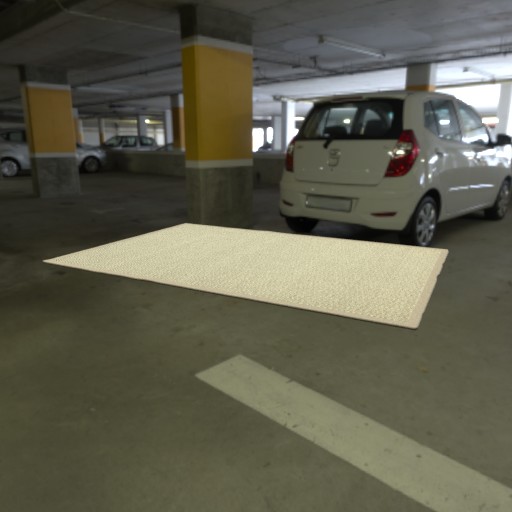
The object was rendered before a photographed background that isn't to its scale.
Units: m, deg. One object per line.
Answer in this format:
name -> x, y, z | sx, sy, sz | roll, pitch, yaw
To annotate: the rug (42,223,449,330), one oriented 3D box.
rug -> 0.000, 0.000, 2.989 | 2.290, 0.021, 1.540 | 7, 16, 26
